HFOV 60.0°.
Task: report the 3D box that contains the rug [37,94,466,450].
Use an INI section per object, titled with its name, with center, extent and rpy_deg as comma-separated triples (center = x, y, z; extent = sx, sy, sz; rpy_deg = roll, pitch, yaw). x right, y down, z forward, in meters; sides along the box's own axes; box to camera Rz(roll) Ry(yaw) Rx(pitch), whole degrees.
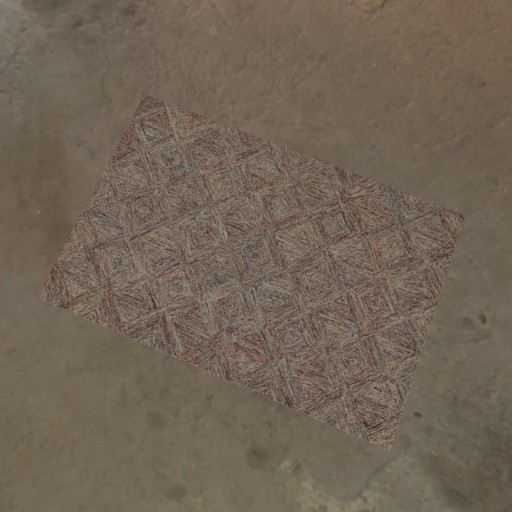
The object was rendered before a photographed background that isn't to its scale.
[rug]
center = 0.000, 0.000, 2.788
extent = 2.285, 0.019, 1.523
rpy_deg = 22, 78, 5
